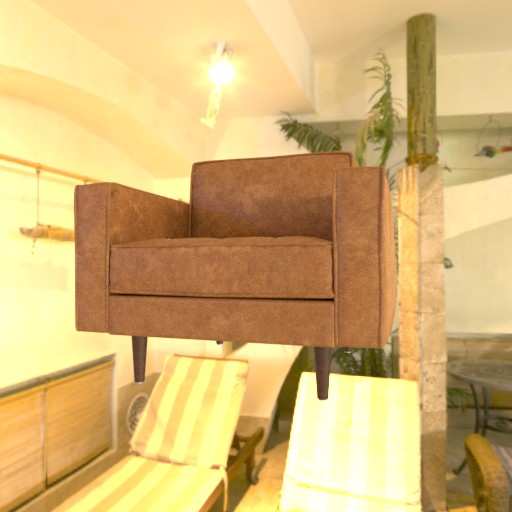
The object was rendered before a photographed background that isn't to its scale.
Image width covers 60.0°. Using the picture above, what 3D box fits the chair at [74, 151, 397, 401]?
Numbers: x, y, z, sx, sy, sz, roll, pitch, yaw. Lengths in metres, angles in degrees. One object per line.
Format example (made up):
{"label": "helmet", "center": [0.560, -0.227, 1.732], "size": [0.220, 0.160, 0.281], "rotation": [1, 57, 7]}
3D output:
{"label": "chair", "center": [0.000, 0.000, 1.535], "size": [0.928, 0.767, 0.798], "rotation": [0, -1, 17]}
